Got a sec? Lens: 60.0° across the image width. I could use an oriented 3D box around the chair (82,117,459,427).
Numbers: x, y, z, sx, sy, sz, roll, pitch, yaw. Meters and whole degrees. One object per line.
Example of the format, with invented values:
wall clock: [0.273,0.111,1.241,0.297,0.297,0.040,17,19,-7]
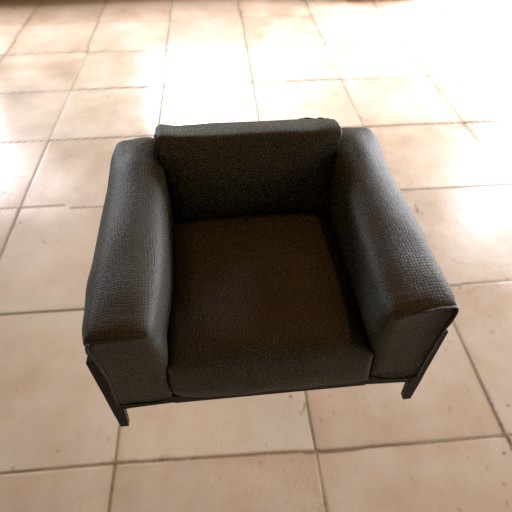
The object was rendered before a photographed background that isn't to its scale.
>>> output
chair: [0.000,0.000,1.643,1.056,0.646,0.969,-4,47,-4]
